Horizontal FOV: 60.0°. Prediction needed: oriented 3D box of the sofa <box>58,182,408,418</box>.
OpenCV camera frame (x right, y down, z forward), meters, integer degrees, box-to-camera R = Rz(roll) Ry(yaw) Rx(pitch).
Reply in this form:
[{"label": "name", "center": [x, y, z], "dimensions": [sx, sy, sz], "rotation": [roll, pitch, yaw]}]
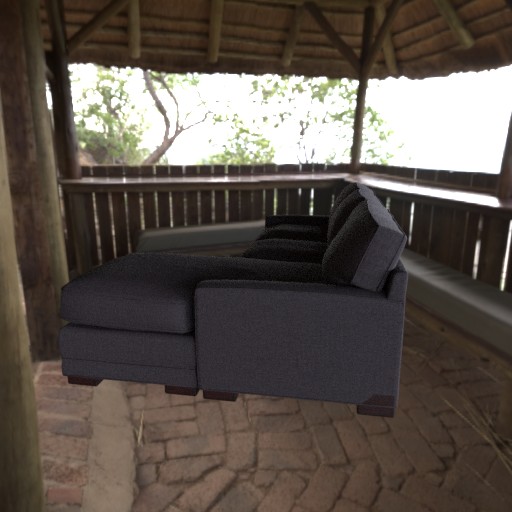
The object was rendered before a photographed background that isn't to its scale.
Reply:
[{"label": "sofa", "center": [0.000, 0.000, 3.281], "dimensions": [1.790, 0.973, 2.370], "rotation": [2, 14, 10]}]
